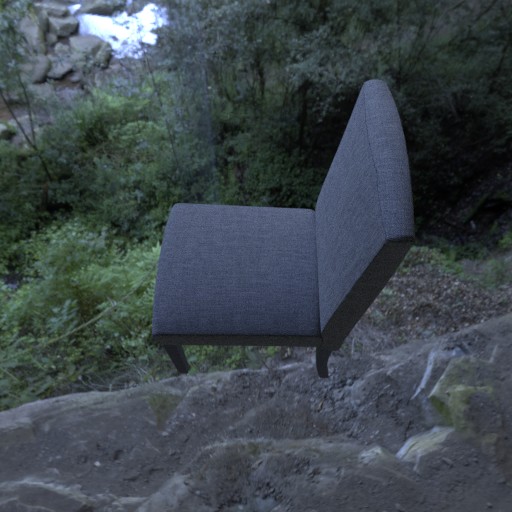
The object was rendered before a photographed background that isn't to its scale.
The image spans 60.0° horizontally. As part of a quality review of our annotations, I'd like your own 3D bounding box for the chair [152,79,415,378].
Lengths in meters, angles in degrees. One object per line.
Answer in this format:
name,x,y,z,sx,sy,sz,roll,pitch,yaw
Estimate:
chair,0.000,0.000,1.250,0.580,0.917,0.451,2,58,1
